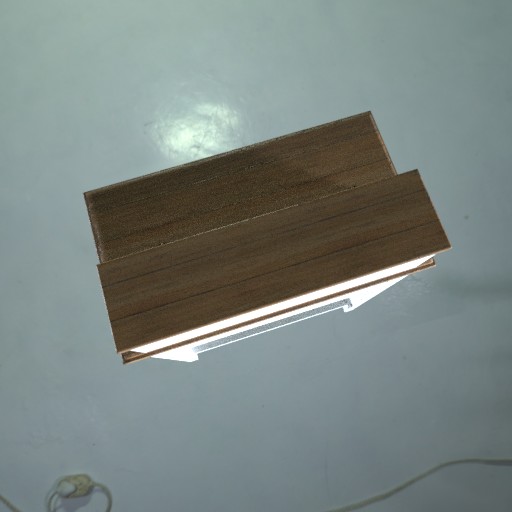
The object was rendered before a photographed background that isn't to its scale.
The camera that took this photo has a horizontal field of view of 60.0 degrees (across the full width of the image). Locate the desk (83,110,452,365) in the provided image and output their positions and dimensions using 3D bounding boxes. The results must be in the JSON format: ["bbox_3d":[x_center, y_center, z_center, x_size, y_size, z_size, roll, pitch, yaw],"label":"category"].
[{"bbox_3d":[0.000,0.000,1.427,0.814,0.981,0.462,-17,76,-4],"label":"desk"}]
